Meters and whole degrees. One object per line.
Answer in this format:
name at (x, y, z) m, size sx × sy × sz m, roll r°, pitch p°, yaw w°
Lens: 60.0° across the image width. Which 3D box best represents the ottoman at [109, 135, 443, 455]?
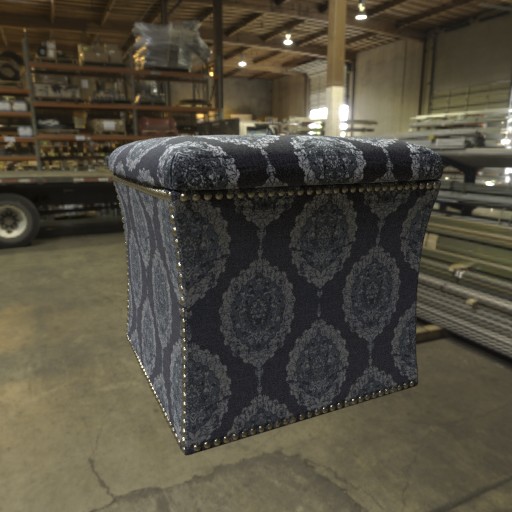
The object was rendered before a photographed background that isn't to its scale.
ottoman at (0.000, 0.000, 0.904) m, size 0.497 × 0.475 × 0.507 m, roll -7°, pitch 15°, yaw -25°
